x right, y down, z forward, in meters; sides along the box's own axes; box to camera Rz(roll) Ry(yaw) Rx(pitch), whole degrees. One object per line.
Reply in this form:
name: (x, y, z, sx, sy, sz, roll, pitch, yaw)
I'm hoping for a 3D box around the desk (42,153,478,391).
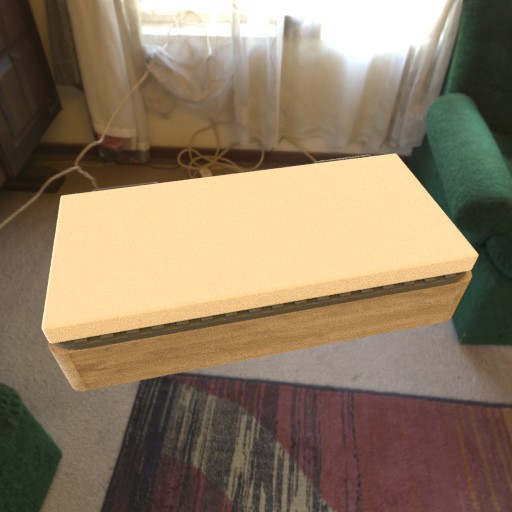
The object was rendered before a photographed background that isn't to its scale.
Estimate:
desk: (0.000, 0.000, 2.267, 1.900, 0.455, 0.900, -9, 46, -9)
